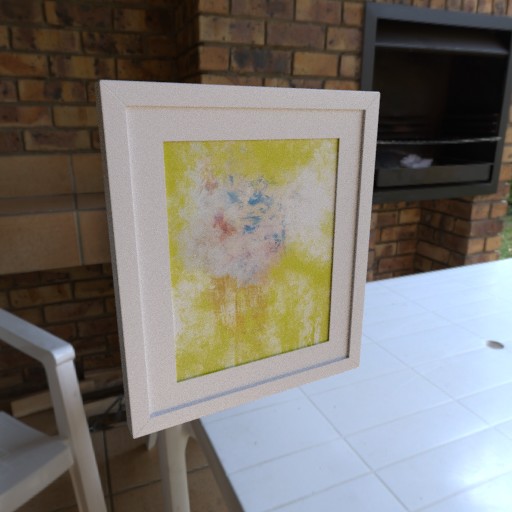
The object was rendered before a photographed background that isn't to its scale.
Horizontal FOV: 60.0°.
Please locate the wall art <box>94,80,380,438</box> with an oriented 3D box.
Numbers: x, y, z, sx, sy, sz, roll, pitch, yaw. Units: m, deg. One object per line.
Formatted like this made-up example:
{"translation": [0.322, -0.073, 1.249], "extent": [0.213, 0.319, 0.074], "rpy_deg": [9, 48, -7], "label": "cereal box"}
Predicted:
{"translation": [0.000, 0.000, 0.535], "extent": [0.331, 0.381, 0.028], "rpy_deg": [-9, 19, -27], "label": "wall art"}
